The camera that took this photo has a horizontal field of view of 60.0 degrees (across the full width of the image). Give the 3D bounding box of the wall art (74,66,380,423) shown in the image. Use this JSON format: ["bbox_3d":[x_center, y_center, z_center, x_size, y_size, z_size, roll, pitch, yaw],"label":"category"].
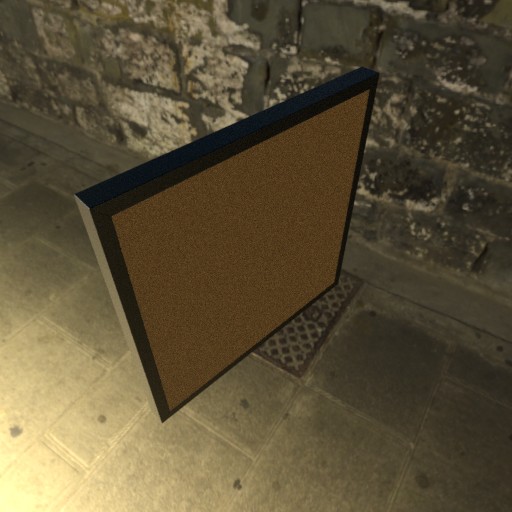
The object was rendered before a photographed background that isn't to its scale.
[{"bbox_3d":[0.000,0.000,0.773,0.508,0.508,0.036,-33,54,-29],"label":"wall art"}]
